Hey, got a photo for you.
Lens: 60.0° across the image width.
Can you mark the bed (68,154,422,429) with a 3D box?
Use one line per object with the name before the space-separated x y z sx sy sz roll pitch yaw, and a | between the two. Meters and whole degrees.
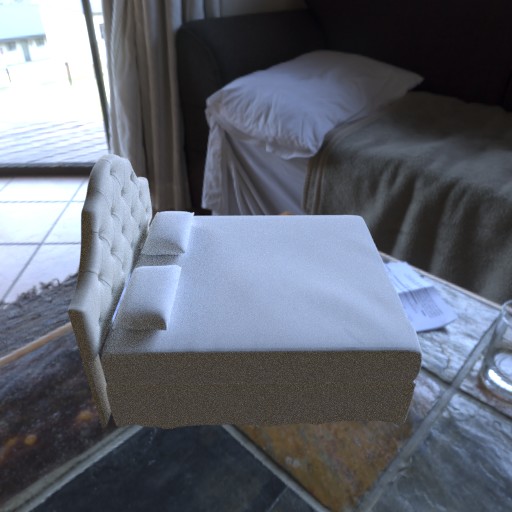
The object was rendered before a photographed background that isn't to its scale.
bed | 0.000 0.000 3.536 2.214 1.615 2.008 0 33 0
